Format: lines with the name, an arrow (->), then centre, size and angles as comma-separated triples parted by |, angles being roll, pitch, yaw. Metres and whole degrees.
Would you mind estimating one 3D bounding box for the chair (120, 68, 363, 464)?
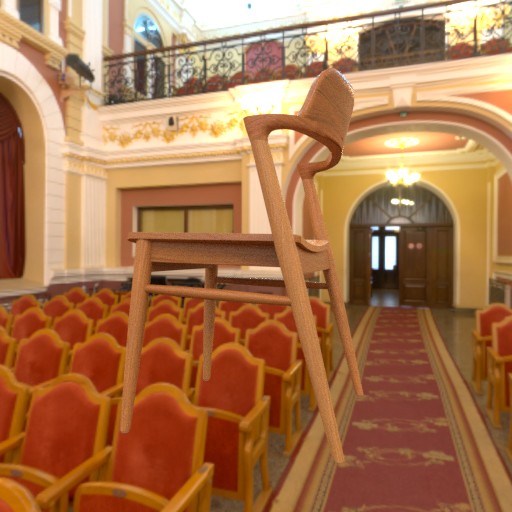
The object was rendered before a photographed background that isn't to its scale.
chair -> 0.000, 0.000, 1.130 | 0.499, 0.792, 0.512 | 0, 0, 18
